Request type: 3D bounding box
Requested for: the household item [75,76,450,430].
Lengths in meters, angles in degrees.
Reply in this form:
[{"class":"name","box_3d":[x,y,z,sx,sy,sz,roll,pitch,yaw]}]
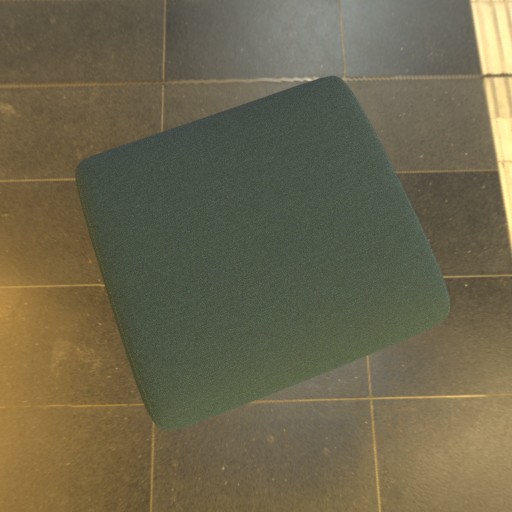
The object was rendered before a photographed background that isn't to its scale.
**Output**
[{"class":"household item","box_3d":[0.000,0.000,0.895,0.530,0.420,0.530,-20,77,-5]}]
